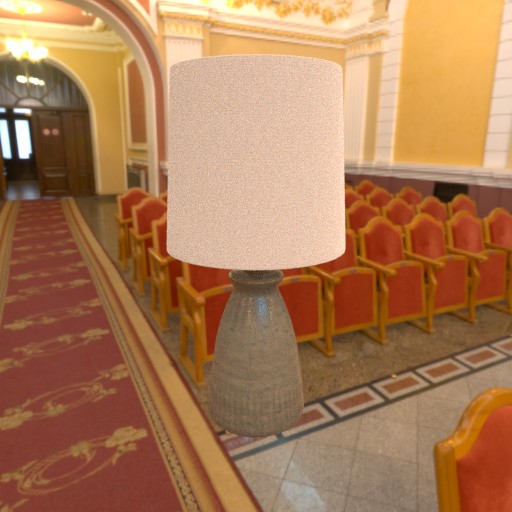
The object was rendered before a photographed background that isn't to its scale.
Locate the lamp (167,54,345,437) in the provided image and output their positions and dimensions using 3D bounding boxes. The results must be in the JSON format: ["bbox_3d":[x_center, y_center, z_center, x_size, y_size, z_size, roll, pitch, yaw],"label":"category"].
[{"bbox_3d":[0.000,0.000,0.474,0.186,0.369,0.186,0,14,0],"label":"lamp"}]
